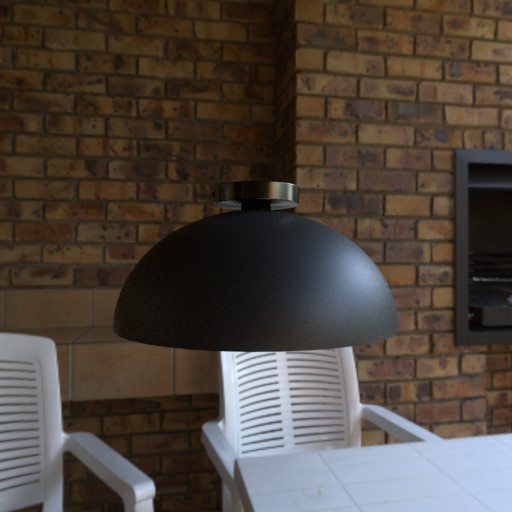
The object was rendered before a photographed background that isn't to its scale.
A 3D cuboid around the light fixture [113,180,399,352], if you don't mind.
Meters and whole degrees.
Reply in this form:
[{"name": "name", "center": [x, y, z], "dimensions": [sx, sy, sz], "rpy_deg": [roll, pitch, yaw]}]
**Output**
[{"name": "light fixture", "center": [0.000, 0.000, 0.578], "dimensions": [0.355, 0.177, 0.355], "rpy_deg": [0, -1, 0]}]
